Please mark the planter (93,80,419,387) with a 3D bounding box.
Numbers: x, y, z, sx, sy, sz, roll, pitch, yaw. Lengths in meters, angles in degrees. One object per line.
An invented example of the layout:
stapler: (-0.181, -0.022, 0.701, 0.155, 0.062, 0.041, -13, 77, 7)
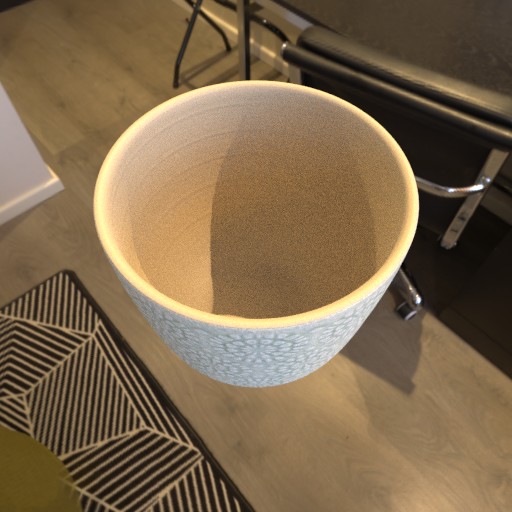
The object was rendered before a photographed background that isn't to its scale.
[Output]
planter: (0.000, 0.000, 0.216, 0.124, 0.109, 0.124, 0, 57, 0)
